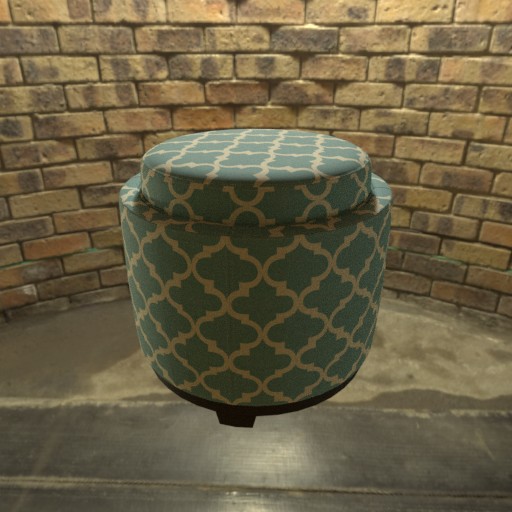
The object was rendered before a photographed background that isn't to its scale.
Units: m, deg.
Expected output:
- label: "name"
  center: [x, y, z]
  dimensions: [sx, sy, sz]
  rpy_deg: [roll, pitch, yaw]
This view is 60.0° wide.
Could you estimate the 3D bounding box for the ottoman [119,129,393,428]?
- label: "ottoman"
  center: [0.000, 0.000, 0.854]
  dimensions: [0.480, 0.429, 0.480]
  rpy_deg: [0, 26, 0]
